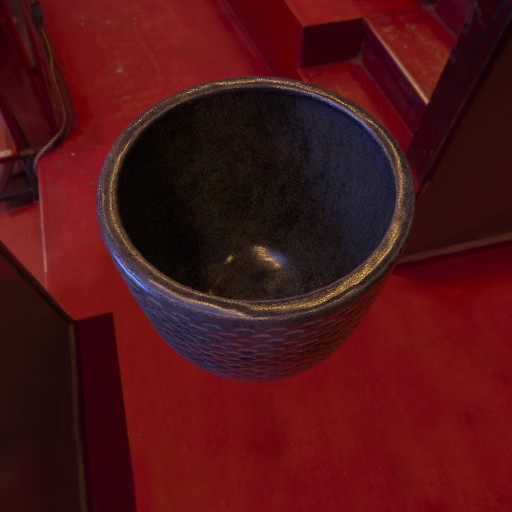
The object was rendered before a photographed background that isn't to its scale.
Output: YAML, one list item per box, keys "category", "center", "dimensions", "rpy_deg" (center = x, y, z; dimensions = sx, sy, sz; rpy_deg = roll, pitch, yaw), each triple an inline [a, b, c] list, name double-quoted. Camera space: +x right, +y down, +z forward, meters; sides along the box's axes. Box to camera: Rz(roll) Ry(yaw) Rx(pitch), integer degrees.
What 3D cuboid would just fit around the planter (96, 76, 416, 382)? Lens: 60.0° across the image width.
- category: "planter"
  center: [0.000, 0.000, 0.353]
  dimensions: [0.197, 0.191, 0.197]
  rpy_deg: [0, 58, 0]
